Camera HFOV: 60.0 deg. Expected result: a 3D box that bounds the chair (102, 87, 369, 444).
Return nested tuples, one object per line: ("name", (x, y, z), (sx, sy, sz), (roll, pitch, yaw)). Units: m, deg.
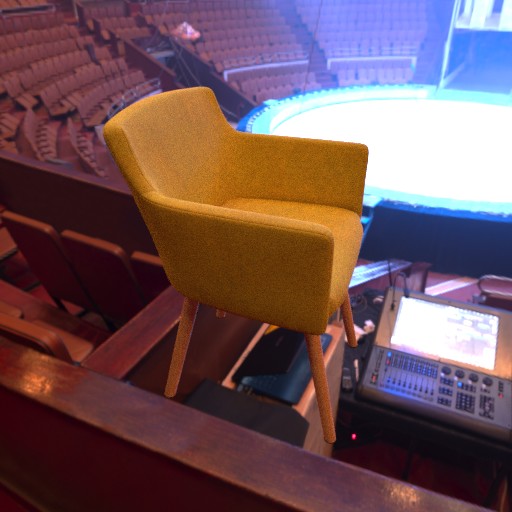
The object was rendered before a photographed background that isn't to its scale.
("chair", (0.000, 0.000, 1.173), (0.570, 0.780, 0.570), (10, 32, 16))
